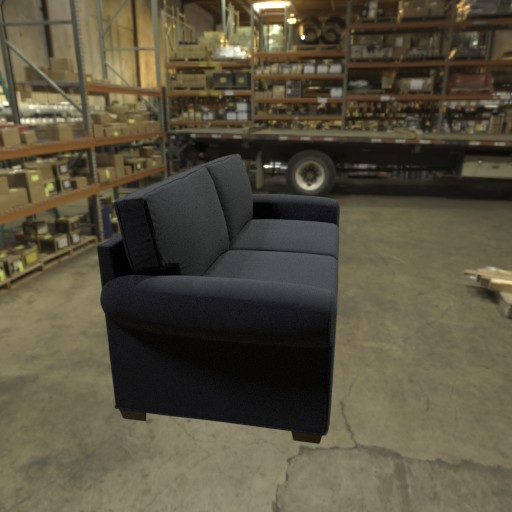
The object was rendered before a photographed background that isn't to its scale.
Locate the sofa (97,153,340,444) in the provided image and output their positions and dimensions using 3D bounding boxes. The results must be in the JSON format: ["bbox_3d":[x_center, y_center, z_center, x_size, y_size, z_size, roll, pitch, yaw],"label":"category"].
[{"bbox_3d":[0.000,0.000,2.582,0.951,1.031,2.009,3,19,10],"label":"sofa"}]
